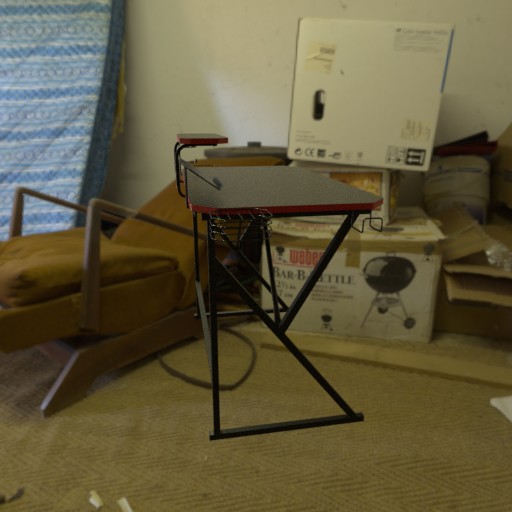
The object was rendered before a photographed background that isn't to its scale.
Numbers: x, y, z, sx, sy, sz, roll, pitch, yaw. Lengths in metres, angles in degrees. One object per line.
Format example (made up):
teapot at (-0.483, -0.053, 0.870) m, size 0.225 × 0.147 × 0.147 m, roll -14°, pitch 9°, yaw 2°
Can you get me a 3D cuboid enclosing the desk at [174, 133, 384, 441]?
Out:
desk at (0.000, 0.000, 1.734) m, size 0.588 × 0.913 × 1.280 m, roll -3°, pitch 17°, yaw -10°
